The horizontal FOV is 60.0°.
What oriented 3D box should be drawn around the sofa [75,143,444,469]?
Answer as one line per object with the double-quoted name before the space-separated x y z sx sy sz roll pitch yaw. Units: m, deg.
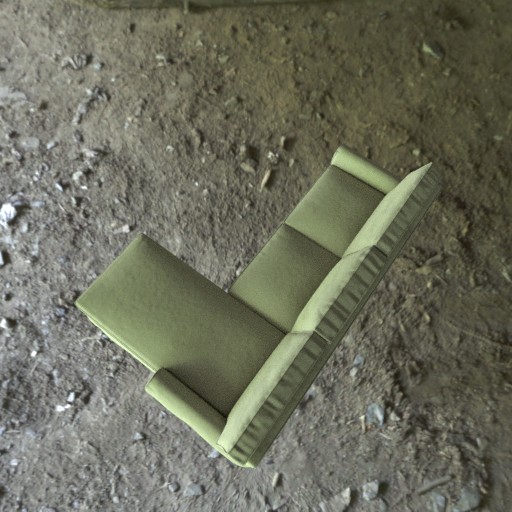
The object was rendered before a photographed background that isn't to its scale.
"sofa" 0.000 0.000 3.379 1.733 0.978 2.475 34 70 14
